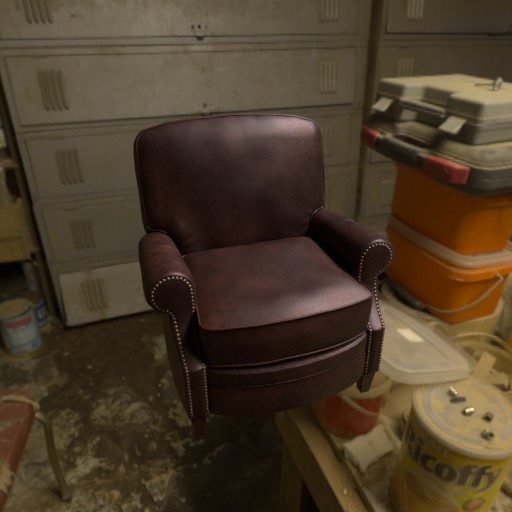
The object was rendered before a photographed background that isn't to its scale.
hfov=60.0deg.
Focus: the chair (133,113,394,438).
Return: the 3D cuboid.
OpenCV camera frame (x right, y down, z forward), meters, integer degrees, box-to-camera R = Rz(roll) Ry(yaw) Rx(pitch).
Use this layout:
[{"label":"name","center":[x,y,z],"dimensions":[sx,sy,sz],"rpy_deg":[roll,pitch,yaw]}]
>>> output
[{"label":"chair","center":[0.000,0.000,1.814],"dimensions":[0.936,1.018,0.986],"rpy_deg":[-9,29,-16]}]
